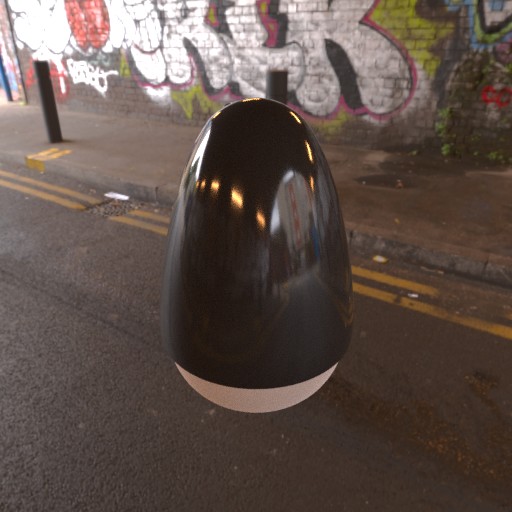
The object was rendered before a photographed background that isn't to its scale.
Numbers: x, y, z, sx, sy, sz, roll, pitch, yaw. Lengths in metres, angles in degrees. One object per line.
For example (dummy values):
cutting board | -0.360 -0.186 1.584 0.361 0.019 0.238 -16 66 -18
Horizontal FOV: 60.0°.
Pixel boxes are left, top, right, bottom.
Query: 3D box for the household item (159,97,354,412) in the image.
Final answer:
household item | 0.000 0.000 0.224 0.102 0.152 0.104 -7 27 -14
